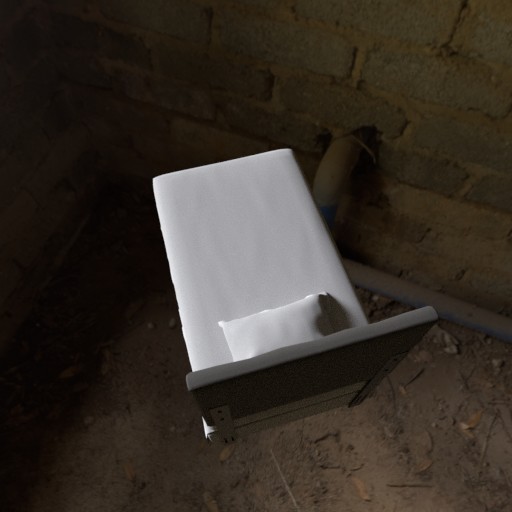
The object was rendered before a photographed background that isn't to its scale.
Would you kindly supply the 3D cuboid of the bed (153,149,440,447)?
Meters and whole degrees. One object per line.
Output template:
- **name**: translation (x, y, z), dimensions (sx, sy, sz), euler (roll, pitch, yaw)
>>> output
- **bed**: translation (0.000, 0.000, 3.013), dimensions (1.261, 1.571, 1.997), euler (-14, 60, -8)
